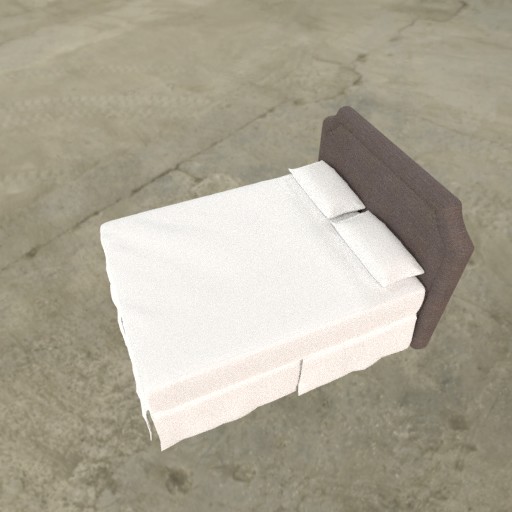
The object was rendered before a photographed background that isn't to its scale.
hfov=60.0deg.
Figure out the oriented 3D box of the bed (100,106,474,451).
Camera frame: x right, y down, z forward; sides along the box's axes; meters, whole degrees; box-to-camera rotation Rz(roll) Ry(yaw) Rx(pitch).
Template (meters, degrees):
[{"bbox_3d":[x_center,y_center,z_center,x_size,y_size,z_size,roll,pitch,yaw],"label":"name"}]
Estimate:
[{"bbox_3d":[0.000,0.000,3.171,2.116,1.290,1.693,-17,49,-16],"label":"bed"}]
